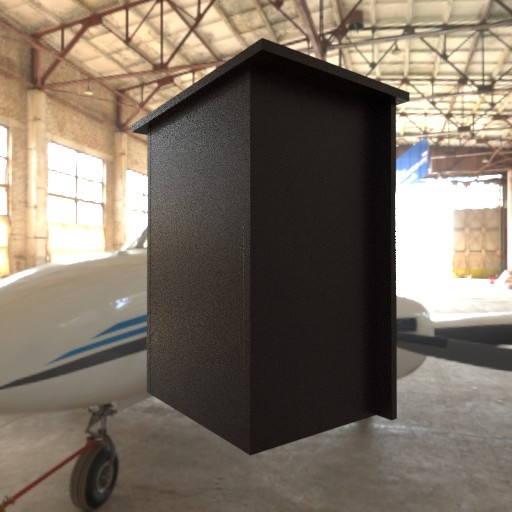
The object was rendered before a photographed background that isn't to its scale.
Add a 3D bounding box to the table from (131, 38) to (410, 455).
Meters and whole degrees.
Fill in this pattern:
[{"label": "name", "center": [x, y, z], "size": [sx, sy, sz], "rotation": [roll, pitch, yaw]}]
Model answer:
[{"label": "table", "center": [0.000, 0.000, 1.083], "size": [0.408, 0.711, 0.589], "rotation": [0, -1, -36]}]
